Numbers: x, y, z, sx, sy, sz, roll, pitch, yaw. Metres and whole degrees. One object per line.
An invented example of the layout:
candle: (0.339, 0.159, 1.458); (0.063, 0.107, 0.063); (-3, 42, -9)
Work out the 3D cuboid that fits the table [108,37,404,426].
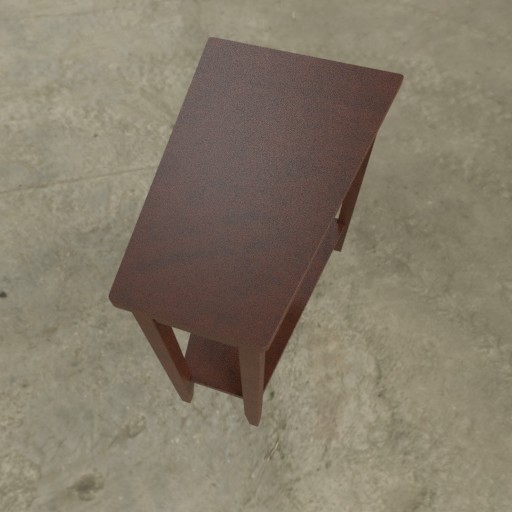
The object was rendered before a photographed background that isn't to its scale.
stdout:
table: (0.000, 0.000, 0.978); (0.399, 0.589, 0.605); (16, 60, 9)
